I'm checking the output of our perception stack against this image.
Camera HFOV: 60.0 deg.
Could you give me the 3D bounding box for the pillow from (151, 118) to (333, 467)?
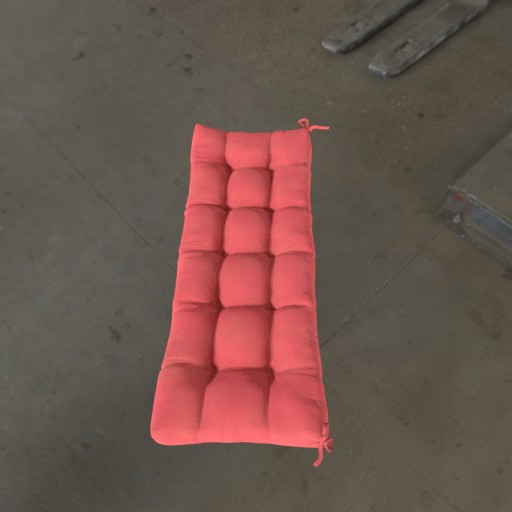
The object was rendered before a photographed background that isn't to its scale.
[{"bbox_3d":[0.000,0.000,1.396,0.511,0.174,1.194,1,57,1],"label":"pillow"}]
